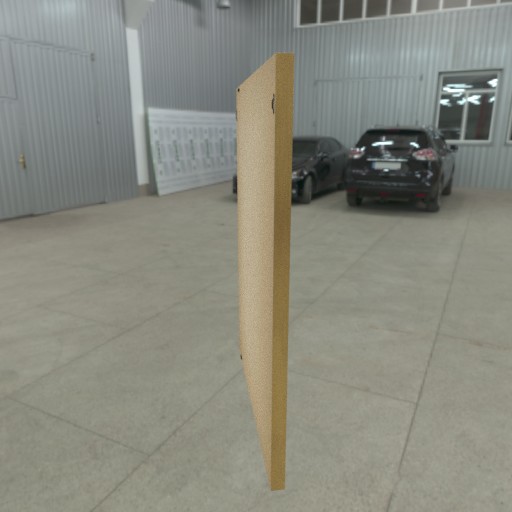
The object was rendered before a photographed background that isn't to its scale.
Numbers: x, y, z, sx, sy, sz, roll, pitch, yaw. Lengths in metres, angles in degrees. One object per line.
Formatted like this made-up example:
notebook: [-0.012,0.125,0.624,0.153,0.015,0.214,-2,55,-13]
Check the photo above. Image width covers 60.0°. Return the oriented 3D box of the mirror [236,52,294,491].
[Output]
mirror: [0.000,0.000,1.343,0.041,1.016,0.762,-2,16,-8]
